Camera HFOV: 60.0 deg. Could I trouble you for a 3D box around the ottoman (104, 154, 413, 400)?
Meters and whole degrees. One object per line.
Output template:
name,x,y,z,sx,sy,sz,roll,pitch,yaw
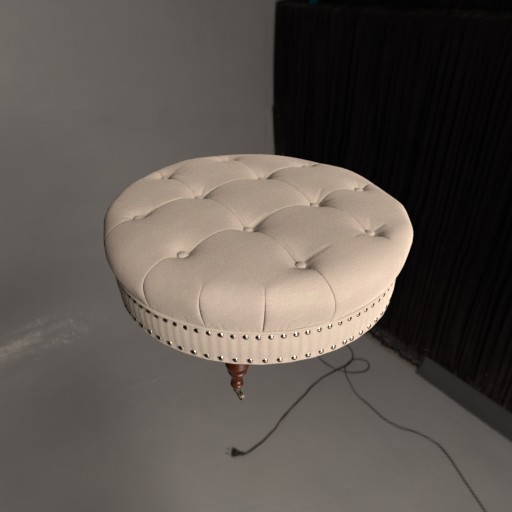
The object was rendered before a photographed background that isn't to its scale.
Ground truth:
ottoman,0.000,0.000,1.400,0.901,0.439,0.901,0,32,0
